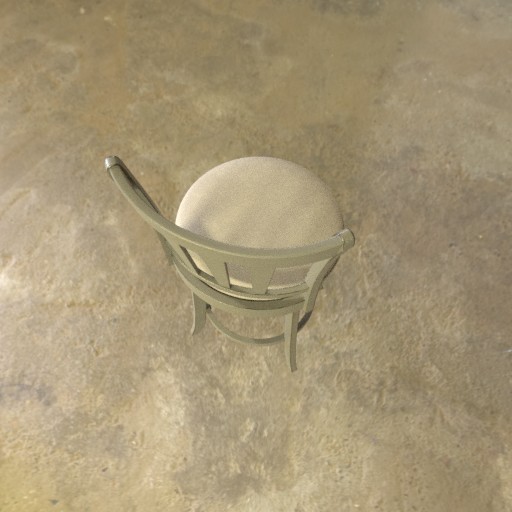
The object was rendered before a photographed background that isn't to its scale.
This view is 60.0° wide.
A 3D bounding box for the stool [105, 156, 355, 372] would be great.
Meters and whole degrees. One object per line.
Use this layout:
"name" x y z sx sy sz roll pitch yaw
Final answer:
"stool" 0.000 0.000 1.234 0.450 0.994 0.486 18 64 9
